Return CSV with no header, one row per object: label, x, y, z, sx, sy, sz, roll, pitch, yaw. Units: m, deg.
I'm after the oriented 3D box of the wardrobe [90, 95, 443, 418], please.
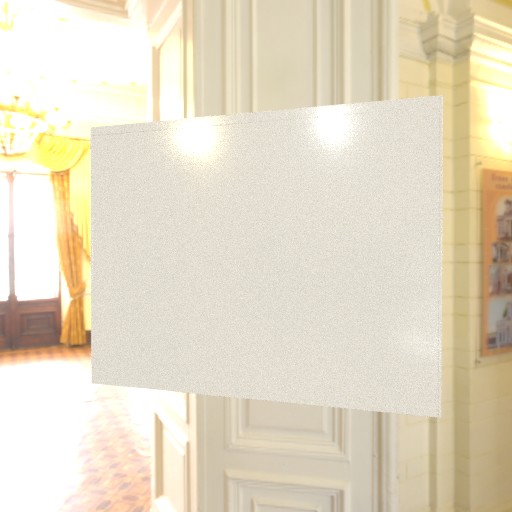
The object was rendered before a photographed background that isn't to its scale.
wardrobe,0.000,0.000,3.938,3.000,2.360,0.580,0,1,16
